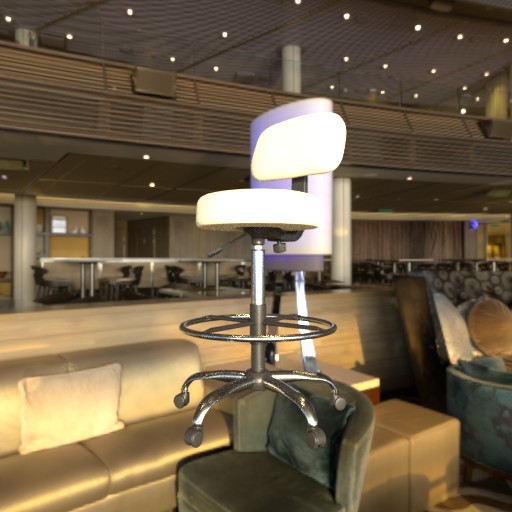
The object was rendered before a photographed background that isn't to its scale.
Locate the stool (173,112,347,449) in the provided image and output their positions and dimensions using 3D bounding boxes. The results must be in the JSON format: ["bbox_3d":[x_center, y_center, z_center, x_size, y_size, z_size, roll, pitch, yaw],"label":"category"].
[{"bbox_3d":[0.000,0.000,1.481,0.609,1.080,0.616,0,-1,39],"label":"stool"}]
